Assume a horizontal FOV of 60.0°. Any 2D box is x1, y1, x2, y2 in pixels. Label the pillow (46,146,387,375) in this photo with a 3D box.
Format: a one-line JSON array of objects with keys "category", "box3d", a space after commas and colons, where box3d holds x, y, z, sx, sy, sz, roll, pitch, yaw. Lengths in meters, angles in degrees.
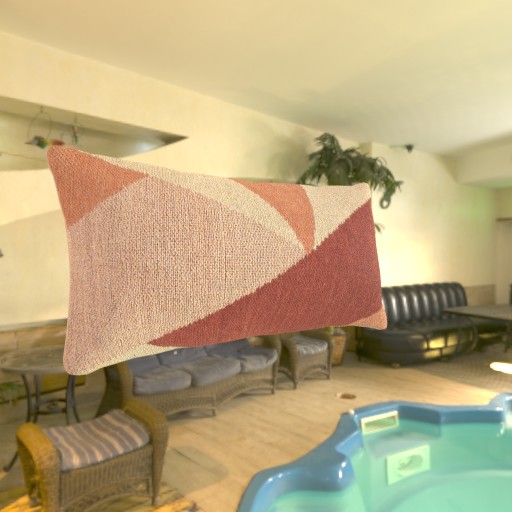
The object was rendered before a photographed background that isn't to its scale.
[{"category": "pillow", "box3d": [0.000, 0.000, 0.712, 0.609, 0.292, 0.155, -1, 1, -36]}]
